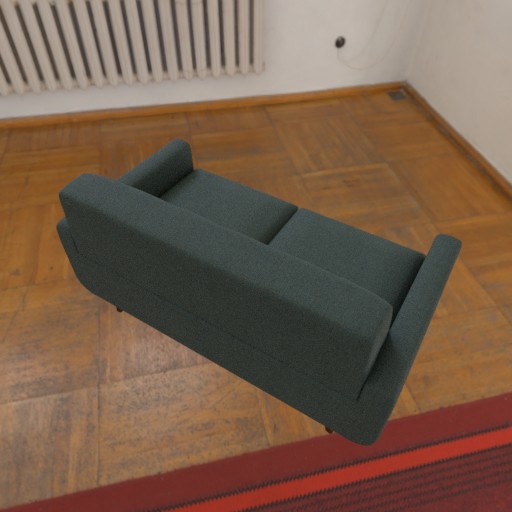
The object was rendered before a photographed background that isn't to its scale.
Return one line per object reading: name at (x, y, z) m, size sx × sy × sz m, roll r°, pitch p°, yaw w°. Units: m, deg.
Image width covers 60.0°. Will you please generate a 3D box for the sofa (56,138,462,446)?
sofa at (0.000, 0.000, 2.107) m, size 1.631 × 0.841 × 0.909 m, roll 24°, pitch 51°, yaw 21°
